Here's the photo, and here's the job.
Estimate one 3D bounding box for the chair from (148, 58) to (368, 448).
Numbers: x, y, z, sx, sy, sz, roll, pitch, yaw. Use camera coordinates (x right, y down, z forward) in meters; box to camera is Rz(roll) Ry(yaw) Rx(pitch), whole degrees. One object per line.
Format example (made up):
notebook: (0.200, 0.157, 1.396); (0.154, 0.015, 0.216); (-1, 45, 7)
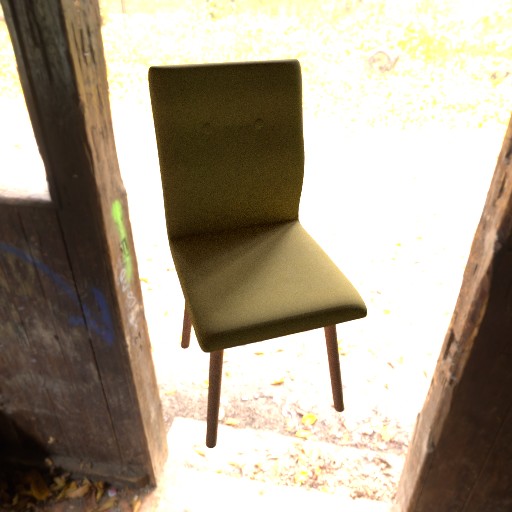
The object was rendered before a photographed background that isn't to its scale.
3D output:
chair: (0.000, 0.000, 1.280); (0.450, 0.965, 0.550); (-10, 33, -15)
